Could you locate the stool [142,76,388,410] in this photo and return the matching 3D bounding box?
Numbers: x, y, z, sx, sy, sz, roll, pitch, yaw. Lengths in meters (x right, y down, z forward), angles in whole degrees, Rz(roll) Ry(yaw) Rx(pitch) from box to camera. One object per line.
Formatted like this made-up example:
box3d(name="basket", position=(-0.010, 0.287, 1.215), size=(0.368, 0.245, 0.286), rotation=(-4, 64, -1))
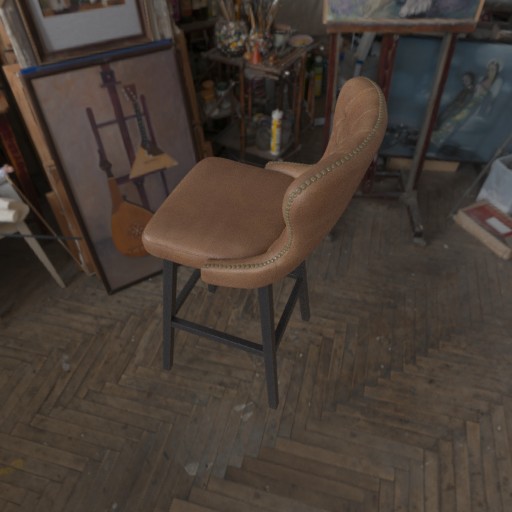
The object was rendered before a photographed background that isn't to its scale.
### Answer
box3d(name="stool", position=(0.000, 0.000, 1.396), size=(0.601, 1.050, 0.528), rotation=(15, 48, 14))
